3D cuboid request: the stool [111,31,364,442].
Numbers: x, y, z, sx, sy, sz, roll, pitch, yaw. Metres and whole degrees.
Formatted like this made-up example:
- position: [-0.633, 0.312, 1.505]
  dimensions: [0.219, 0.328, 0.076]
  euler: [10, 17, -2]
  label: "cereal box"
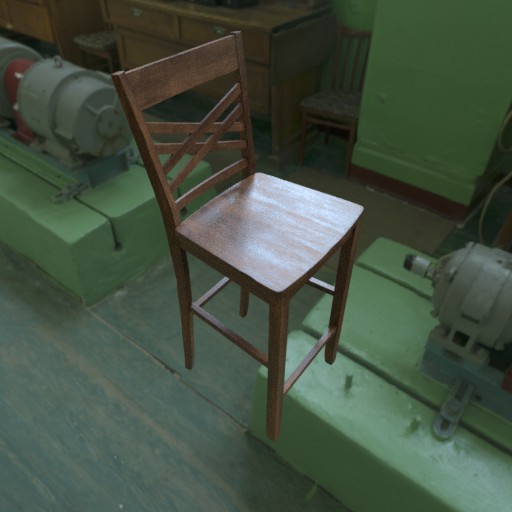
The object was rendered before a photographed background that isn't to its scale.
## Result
- position: [0.000, 0.000, 1.344]
  dimensions: [0.487, 1.105, 0.433]
  euler: [26, 48, 27]
  label: "stool"
